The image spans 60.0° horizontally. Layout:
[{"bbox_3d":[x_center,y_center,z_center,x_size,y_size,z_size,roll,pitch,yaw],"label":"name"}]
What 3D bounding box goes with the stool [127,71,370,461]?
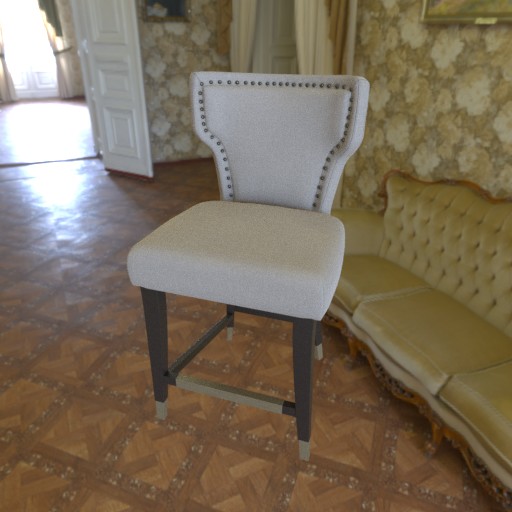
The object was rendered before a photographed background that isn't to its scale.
[{"bbox_3d":[0.000,0.000,1.316,0.527,0.982,0.563,9,28,17],"label":"stool"}]
